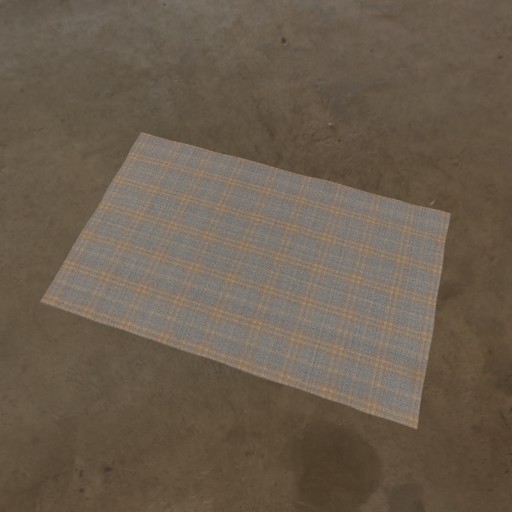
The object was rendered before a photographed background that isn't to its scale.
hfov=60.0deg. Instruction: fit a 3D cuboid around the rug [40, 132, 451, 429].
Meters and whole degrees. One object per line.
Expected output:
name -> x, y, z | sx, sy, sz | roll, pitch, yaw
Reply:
rug -> 0.000, 0.000, 3.041 | 2.460, 0.016, 1.545 | 16, 64, 8
